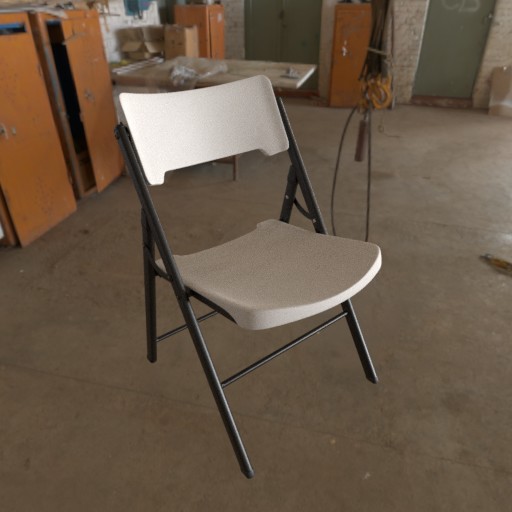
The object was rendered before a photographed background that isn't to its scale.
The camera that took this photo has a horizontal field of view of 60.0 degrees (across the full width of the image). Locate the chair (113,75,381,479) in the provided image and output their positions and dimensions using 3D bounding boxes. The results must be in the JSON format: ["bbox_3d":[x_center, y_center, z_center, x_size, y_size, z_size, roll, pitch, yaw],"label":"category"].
[{"bbox_3d":[0.000,0.000,1.118,0.482,0.765,0.577,-22,37,-33],"label":"chair"}]
